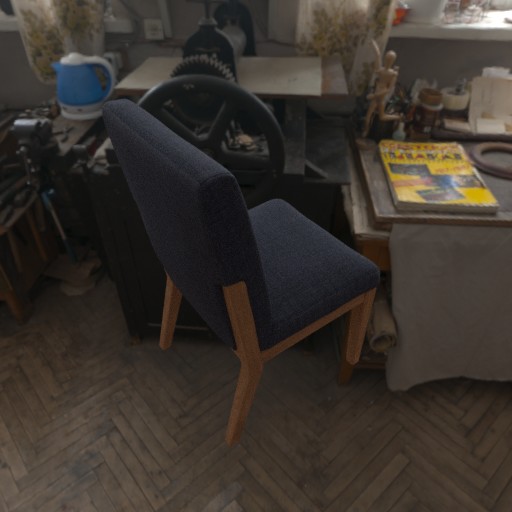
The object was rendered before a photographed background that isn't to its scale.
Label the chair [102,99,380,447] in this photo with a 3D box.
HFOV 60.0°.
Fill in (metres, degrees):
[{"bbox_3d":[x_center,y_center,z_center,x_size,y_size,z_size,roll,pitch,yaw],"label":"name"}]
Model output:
[{"bbox_3d":[0.000,0.000,1.310,0.586,0.911,0.507,-24,45,-27],"label":"chair"}]
